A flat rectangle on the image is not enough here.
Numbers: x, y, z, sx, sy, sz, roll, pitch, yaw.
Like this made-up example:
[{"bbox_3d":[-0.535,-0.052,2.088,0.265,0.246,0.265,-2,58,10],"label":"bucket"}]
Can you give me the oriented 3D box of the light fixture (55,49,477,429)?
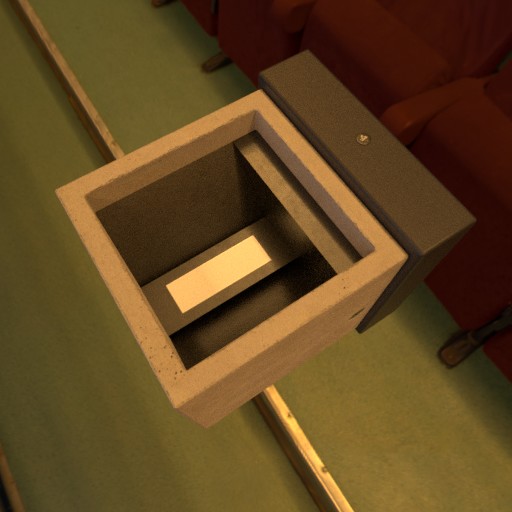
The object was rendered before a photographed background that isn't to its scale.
[{"bbox_3d":[0.000,0.000,0.243,0.143,0.121,0.121,-31,69,-13],"label":"light fixture"}]
